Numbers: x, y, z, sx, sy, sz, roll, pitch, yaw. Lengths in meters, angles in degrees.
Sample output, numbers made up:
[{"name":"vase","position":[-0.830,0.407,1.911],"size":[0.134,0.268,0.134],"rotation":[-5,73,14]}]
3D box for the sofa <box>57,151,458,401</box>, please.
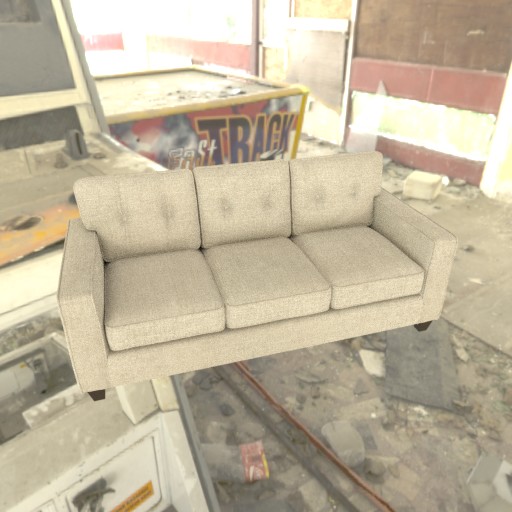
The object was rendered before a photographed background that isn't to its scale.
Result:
[{"name":"sofa","position":[0.000,0.000,2.664],"size":[2.133,0.965,0.939],"rotation":[-8,30,-15]}]
